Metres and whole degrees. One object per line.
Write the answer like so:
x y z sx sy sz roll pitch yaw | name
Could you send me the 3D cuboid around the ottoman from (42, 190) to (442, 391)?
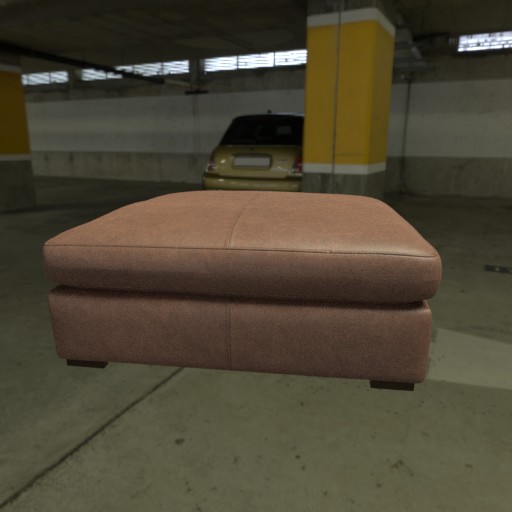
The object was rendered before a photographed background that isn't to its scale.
0.000 0.000 1.805 1.168 0.490 1.168 2 15 8 | ottoman
